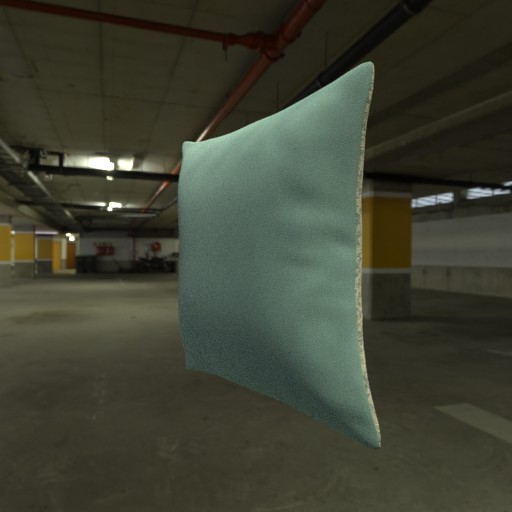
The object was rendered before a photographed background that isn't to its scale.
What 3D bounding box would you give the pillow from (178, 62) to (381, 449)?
[{"bbox_3d":[0.000,0.000,0.784,0.166,0.507,0.526,0,0,-36],"label":"pillow"}]
